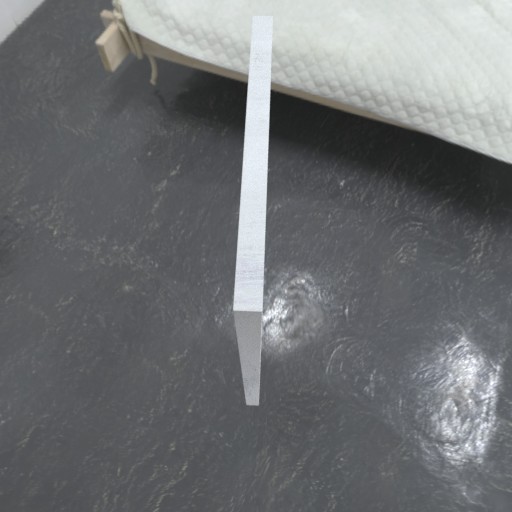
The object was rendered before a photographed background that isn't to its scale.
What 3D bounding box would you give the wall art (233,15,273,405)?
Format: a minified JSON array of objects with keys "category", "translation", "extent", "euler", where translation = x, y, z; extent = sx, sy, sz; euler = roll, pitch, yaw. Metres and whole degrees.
[{"category":"wall art","translation":[0.000,0.000,1.160],"extent":[0.043,0.914,0.624],"euler":[2,64,1]}]
